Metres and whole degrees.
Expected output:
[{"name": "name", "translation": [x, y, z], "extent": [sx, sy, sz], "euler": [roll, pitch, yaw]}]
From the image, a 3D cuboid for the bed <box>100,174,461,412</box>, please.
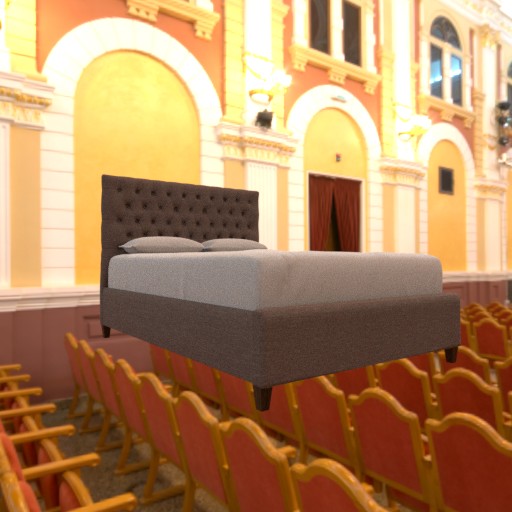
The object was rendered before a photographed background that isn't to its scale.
[{"name": "bed", "translation": [0.000, 0.000, 3.432], "extent": [1.698, 1.427, 2.387], "euler": [0, 0, -36]}]
